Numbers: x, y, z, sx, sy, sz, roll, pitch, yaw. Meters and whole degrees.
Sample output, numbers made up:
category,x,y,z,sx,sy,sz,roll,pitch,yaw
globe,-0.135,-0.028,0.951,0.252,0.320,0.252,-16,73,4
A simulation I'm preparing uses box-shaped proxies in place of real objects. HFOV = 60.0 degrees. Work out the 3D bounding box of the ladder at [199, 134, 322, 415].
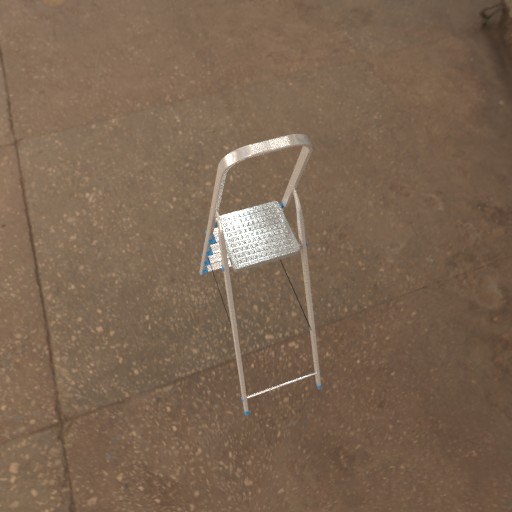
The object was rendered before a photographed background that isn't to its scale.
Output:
category,x,y,z,sx,sy,sz,roll,pitch,yaw
ladder,0.000,0.000,2.070,0.468,1.648,0.990,-16,60,-10
